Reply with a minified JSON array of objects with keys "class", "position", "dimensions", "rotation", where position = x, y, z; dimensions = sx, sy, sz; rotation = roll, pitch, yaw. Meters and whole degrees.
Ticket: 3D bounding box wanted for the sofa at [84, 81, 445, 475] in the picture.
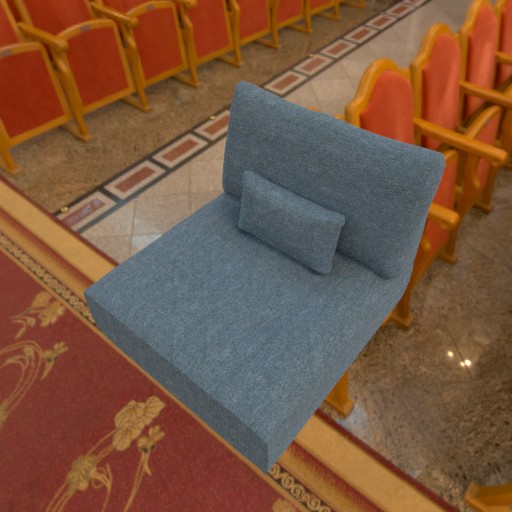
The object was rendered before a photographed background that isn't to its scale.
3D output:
[{"class":"sofa","position":[0.000,0.000,1.700],"dimensions":[0.930,0.820,1.000],"rotation":[31,53,26]}]
